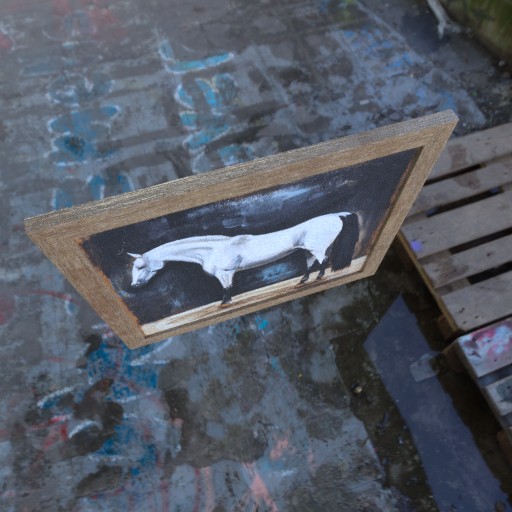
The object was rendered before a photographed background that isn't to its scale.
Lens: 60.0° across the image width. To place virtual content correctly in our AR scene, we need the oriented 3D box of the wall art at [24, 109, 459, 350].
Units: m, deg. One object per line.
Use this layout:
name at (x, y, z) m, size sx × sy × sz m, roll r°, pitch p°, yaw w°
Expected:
wall art at (0.000, 0.000, 0.937) m, size 0.690 × 0.588 × 0.026 m, roll -16°, pitch 63°, yaw -8°
